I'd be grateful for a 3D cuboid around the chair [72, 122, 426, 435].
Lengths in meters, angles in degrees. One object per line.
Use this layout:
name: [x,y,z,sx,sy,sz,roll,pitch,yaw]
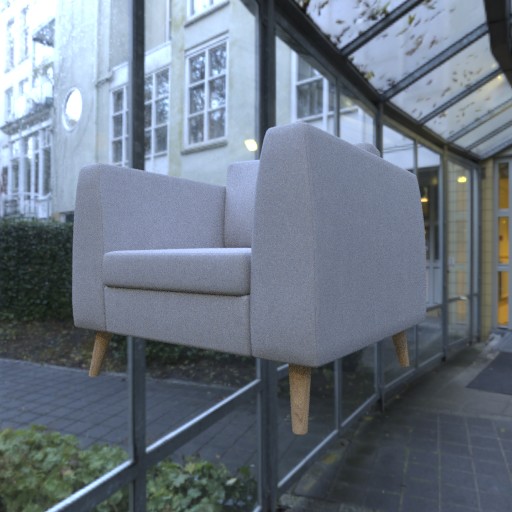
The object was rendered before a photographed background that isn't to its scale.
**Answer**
chair: [0.000,0.000,1.663,1.000,0.860,0.930,0,0,36]
